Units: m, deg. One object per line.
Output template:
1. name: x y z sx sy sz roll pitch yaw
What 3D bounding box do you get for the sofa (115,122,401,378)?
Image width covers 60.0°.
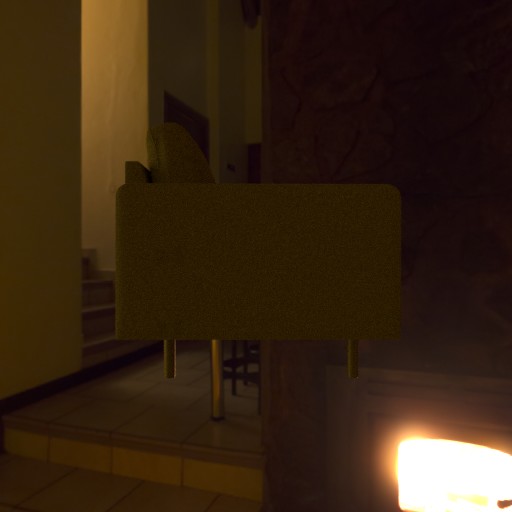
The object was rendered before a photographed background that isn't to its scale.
1. sofa: 0.000 0.000 2.210 0.889 0.897 1.730 0 0 -1
